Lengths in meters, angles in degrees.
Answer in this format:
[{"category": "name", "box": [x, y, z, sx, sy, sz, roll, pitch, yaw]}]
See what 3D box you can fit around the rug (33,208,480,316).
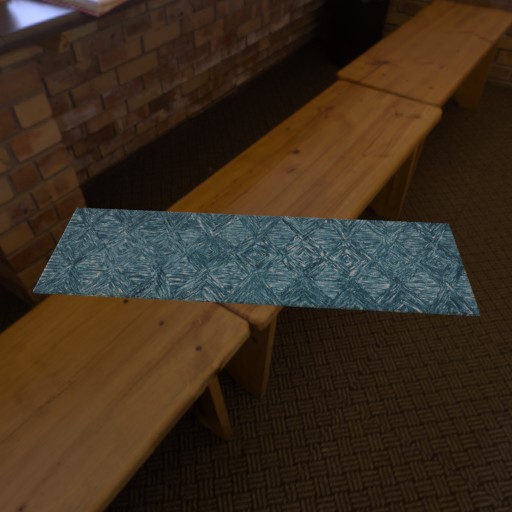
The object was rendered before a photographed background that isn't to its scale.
[{"category": "rug", "box": [0.000, 0.000, 2.490, 2.286, 0.016, 0.676, 3, 47, 3]}]
